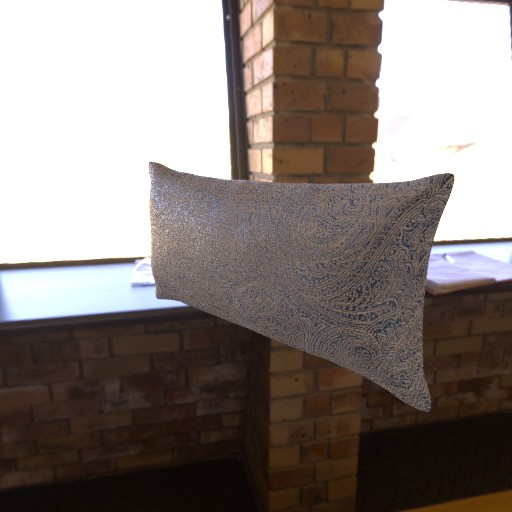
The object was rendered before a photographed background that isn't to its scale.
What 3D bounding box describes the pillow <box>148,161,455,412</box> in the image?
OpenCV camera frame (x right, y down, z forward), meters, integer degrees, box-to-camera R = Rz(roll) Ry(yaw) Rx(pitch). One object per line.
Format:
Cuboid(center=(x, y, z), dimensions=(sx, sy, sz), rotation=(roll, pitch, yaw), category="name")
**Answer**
Cuboid(center=(0.000, 0.000, 0.729), dimensions=(0.615, 0.295, 0.151), rotation=(13, 19, 43), category="pillow")
